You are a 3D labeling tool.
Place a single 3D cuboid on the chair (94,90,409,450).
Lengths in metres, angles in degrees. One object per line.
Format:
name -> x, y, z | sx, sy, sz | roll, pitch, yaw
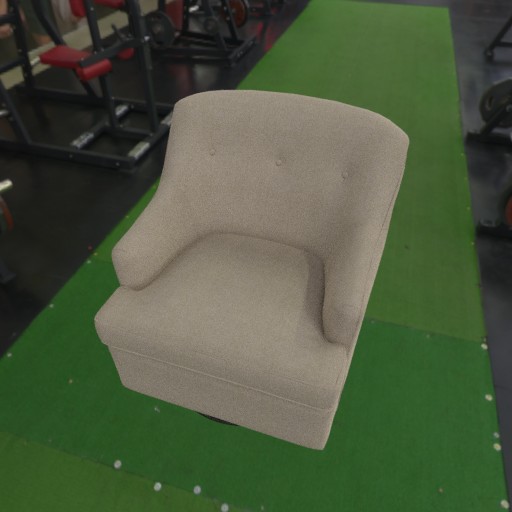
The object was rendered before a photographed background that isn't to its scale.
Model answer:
chair -> 0.000, 0.000, 1.587 | 0.864, 0.856, 0.923 | 13, 43, 14
